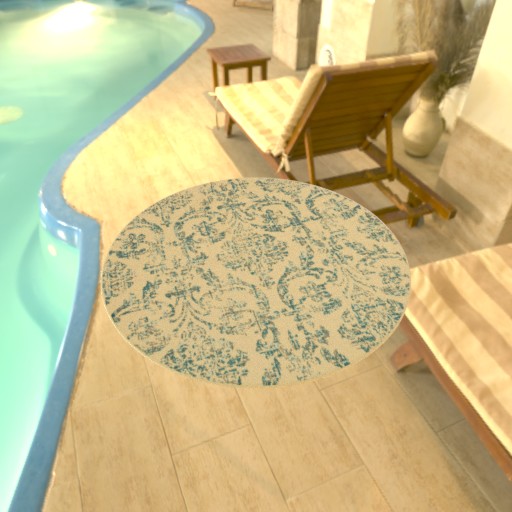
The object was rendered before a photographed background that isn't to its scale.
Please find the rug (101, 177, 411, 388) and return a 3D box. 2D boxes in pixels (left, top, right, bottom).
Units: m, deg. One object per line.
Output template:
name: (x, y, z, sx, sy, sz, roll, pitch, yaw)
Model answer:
rug: (0.000, 0.000, 2.352, 1.593, 0.012, 1.593, 0, 41, 0)
